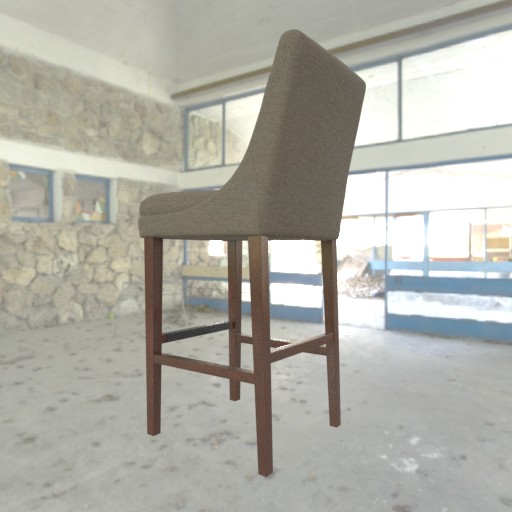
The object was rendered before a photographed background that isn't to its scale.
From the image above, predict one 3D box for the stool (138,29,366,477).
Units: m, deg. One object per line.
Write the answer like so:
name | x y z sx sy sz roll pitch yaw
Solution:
stool | 0.000 0.000 1.354 0.577 1.078 0.470 0 0 36
